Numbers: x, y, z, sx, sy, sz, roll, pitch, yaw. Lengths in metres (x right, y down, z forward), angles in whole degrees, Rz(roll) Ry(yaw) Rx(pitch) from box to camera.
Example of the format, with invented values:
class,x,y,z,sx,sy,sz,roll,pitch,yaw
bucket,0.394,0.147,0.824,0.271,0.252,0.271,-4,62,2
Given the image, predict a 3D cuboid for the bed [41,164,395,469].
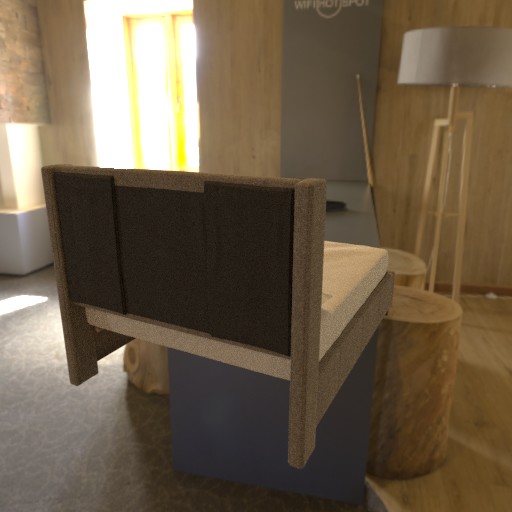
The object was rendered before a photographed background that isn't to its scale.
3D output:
class,x,y,z,sx,sy,sz,roll,pitch,yaw
bed,0.000,0.000,3.390,1.714,1.476,2.245,8,19,26
